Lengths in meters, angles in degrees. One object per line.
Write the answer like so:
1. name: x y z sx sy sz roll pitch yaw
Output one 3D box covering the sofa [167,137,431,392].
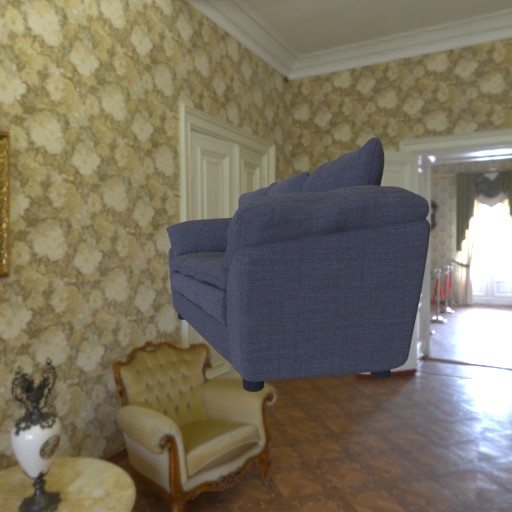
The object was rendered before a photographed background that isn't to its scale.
1. sofa: 0.000 0.000 2.843 0.883 1.080 2.336 0 1 -18
